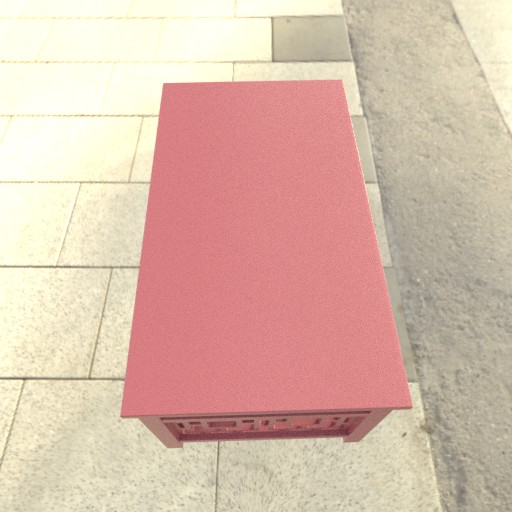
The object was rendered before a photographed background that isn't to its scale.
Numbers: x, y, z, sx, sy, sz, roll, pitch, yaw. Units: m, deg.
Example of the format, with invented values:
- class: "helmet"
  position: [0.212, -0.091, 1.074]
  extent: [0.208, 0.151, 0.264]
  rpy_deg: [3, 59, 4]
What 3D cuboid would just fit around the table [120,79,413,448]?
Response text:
- class: "table"
  position: [0.000, 0.000, 1.398]
  extent: [0.612, 0.493, 1.068]
  rpy_deg: [-1, 58, -1]
